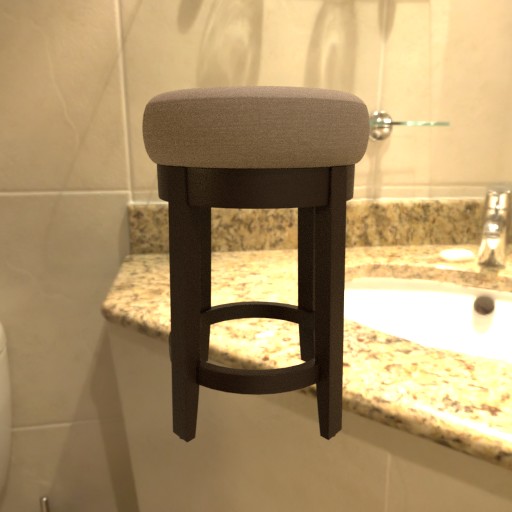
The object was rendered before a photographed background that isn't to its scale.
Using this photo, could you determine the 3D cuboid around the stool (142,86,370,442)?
[{"bbox_3d":[0.000,0.000,0.956,0.443,0.672,0.443,0,15,0],"label":"stool"}]
